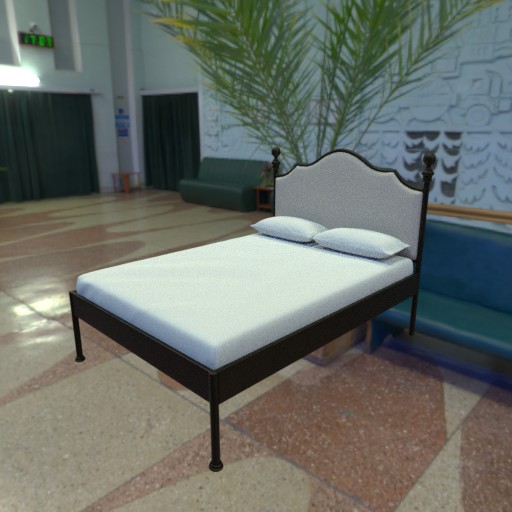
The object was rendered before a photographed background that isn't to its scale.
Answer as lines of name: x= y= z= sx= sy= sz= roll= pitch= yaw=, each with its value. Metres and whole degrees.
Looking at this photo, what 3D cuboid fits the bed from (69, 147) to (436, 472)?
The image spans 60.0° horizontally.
bed: x=0.000 y=0.000 z=3.306 sx=1.642 sy=1.499 sz=2.224 roll=15 pitch=22 yaw=42
